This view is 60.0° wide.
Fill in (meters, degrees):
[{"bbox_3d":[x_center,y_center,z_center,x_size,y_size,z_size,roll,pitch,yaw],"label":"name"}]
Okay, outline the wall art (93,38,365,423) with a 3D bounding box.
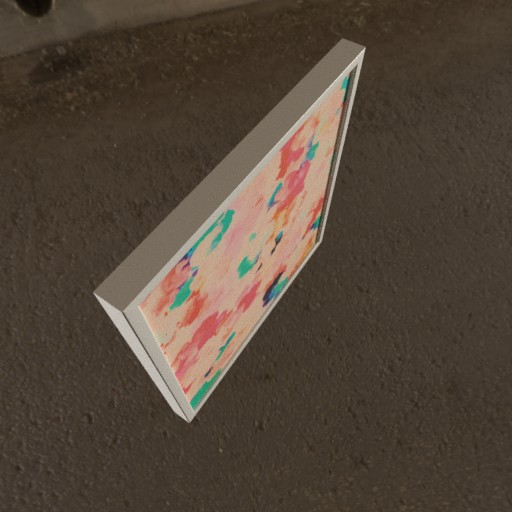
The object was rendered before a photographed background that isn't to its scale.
[{"bbox_3d":[0.000,0.000,0.750,0.038,0.505,0.506,30,63,17],"label":"wall art"}]
